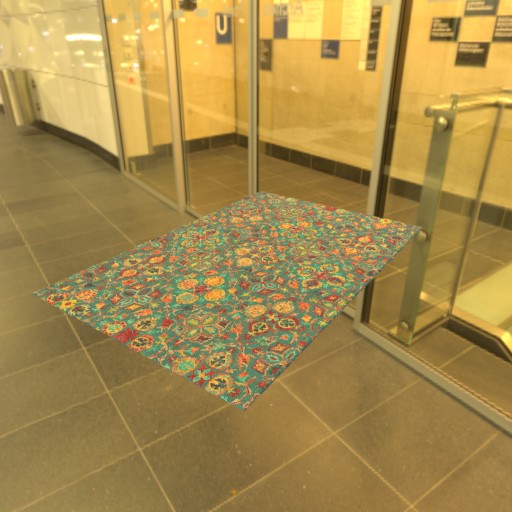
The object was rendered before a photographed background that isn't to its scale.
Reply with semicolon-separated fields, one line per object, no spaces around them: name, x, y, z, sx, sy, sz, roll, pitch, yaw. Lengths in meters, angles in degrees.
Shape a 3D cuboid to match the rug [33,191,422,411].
rug;0.000;0.000;2.985;1.527;0.016;2.290;18;32;31
